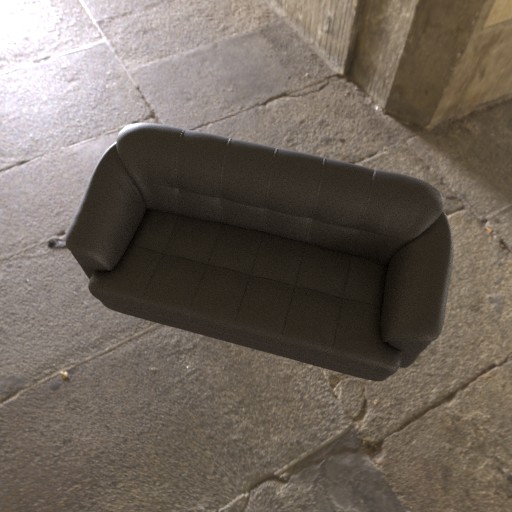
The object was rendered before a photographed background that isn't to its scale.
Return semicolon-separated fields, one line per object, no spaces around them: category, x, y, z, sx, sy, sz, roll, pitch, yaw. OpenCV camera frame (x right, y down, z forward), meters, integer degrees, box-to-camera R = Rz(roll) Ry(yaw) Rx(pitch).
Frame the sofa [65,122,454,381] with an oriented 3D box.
sofa;0.000;0.000;2.296;1.829;0.811;0.800;14;60;8
